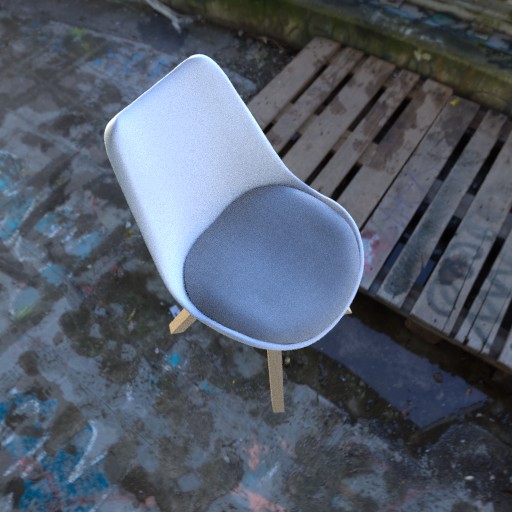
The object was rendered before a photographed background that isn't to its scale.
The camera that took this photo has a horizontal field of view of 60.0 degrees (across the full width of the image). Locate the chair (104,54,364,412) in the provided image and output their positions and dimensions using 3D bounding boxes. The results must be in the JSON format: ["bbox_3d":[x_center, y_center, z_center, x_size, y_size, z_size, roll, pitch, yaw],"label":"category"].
[{"bbox_3d":[0.000,0.000,1.184,0.550,0.850,0.485,33,66,17],"label":"chair"}]
